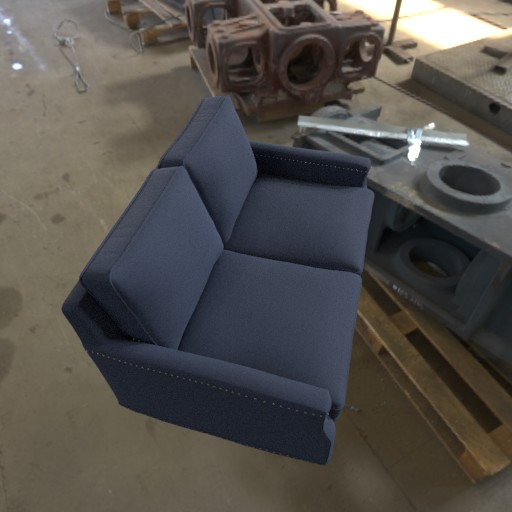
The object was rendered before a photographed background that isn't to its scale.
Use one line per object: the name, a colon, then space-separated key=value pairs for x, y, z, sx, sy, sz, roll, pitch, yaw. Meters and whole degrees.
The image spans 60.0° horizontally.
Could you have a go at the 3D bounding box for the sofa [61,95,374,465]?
sofa: x=0.000 y=0.000 z=2.245 sx=1.084 sy=1.003 sz=1.597 roll=11 pitch=49 yaw=10
